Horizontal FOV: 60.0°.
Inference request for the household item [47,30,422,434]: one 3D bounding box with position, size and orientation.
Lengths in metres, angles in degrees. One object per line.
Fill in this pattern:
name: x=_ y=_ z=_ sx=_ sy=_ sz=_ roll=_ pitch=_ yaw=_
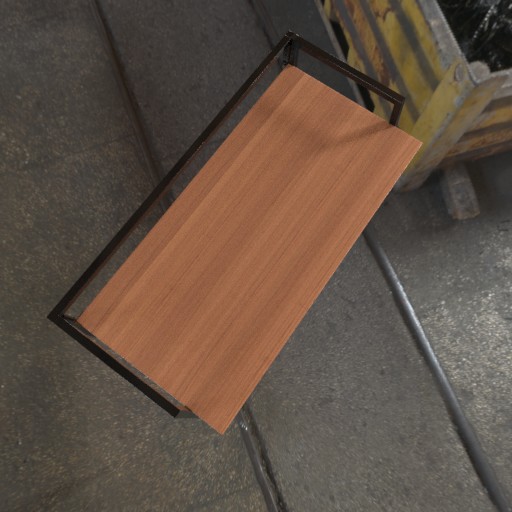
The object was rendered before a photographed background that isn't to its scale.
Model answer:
household item: x=0.000 y=0.000 z=1.567 sx=0.510 sy=0.860 sz=1.050 roll=35 pitch=77 yaw=9
